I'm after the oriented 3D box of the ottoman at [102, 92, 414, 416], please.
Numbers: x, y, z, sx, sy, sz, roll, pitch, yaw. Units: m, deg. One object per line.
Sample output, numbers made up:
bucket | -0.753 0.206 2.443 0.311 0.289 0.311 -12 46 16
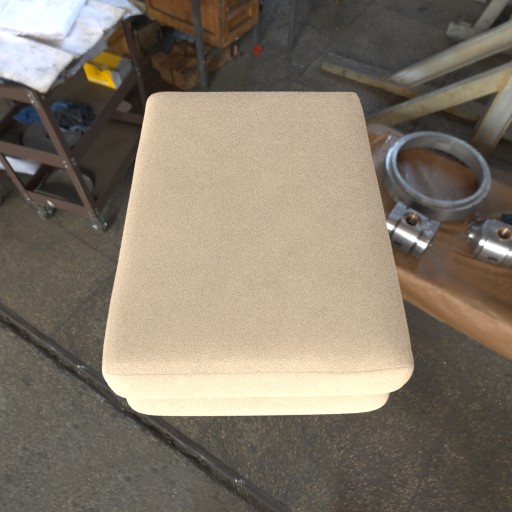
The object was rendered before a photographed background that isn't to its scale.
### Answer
ottoman | 0.000 0.000 1.127 0.569 0.504 0.773 -1 58 0
